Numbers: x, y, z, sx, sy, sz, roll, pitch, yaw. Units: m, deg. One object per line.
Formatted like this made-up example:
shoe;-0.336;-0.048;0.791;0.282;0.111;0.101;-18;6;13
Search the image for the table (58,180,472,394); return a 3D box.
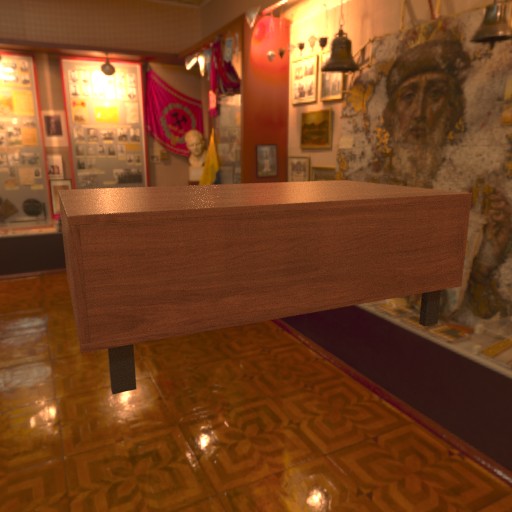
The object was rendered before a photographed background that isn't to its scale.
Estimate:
table;0.000;0.000;1.307;1.020;0.380;0.600;-6;15;-24
